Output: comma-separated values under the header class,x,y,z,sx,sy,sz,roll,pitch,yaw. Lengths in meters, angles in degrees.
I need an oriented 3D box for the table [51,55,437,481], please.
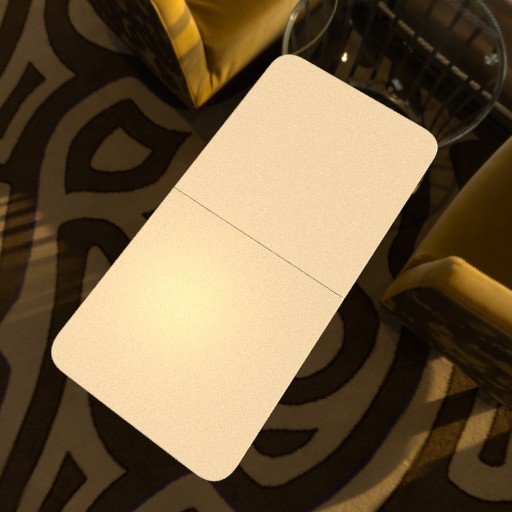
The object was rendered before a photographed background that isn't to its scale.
class,x,y,z,sx,sy,sz,roll,pitch,yaw
table,0.000,0.000,1.456,0.600,0.340,1.200,34,78,8
